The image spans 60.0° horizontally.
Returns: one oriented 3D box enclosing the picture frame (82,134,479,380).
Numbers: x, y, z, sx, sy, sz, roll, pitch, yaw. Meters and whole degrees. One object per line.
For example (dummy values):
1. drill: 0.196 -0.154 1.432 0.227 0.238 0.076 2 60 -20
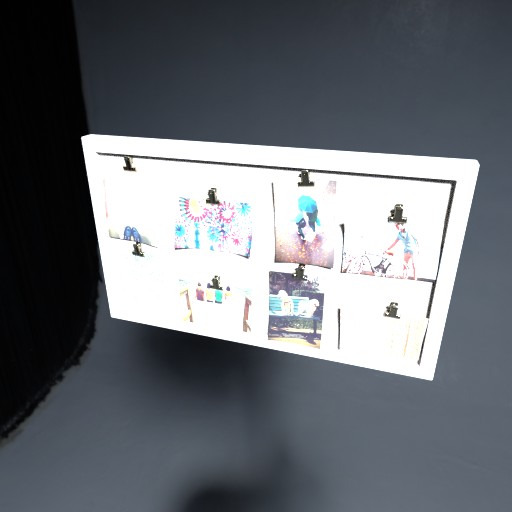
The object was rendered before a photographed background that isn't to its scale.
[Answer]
1. picture frame: 0.000 0.000 0.783 0.647 0.379 0.044 8 27 16
